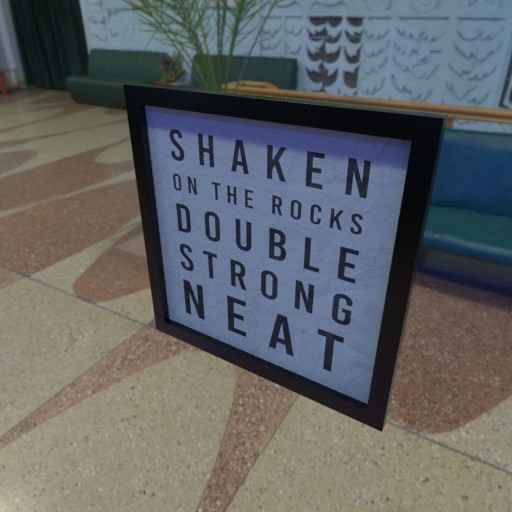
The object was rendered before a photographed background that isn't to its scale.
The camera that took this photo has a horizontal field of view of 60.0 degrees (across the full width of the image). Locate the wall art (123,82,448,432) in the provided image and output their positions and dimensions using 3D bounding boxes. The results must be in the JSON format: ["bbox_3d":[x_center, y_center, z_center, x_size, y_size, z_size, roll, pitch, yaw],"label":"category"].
[{"bbox_3d":[0.000,0.000,0.510,0.349,0.349,0.014,17,33,28],"label":"wall art"}]
